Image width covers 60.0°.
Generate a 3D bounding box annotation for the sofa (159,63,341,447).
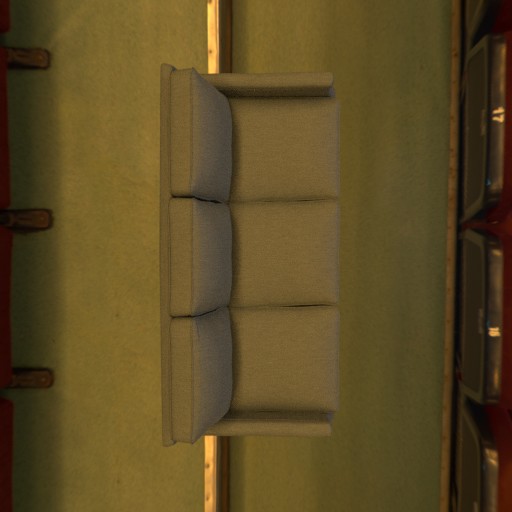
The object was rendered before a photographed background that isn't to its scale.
[{"bbox_3d":[0.000,0.000,2.834,1.084,1.003,2.246,0,91,0],"label":"sofa"}]
